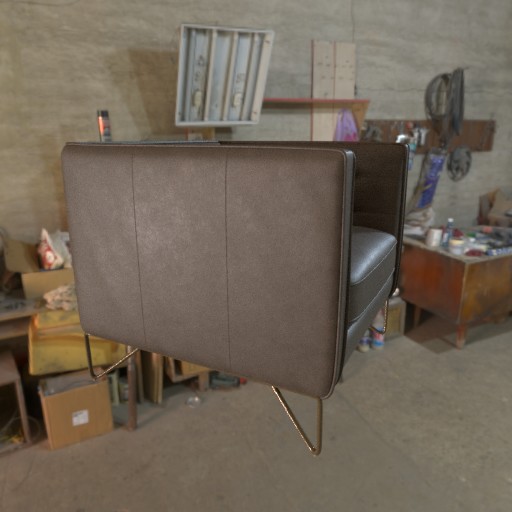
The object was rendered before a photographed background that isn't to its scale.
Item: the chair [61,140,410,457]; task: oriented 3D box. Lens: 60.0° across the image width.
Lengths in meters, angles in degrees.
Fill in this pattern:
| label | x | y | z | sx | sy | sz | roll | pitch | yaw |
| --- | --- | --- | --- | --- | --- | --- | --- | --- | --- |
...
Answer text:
| label | x | y | z | sx | sy | sz | roll | pitch | yaw |
| --- | --- | --- | --- | --- | --- | --- | --- | --- | --- |
| chair | 0.000 | 0.000 | 1.577 | 0.894 | 0.790 | 0.880 | 8 | 17 | 26 |
